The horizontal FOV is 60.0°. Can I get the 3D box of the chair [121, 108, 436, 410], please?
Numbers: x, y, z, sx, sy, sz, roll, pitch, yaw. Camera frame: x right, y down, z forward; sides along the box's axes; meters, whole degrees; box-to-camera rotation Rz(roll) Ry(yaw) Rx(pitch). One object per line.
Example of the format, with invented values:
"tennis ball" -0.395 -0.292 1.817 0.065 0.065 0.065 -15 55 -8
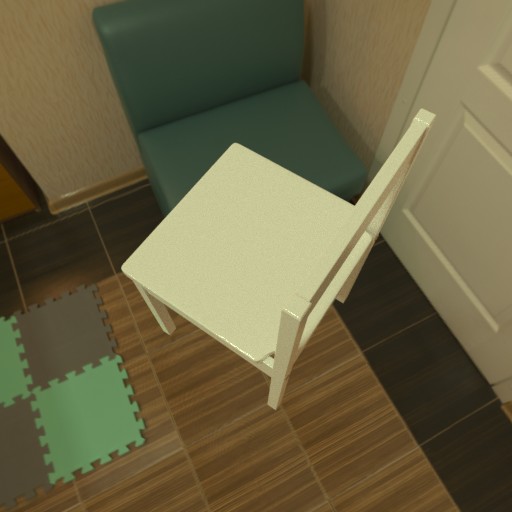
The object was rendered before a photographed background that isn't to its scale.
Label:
"chair" 0.000 0.000 0.880 0.361 0.668 0.367 31 67 15
